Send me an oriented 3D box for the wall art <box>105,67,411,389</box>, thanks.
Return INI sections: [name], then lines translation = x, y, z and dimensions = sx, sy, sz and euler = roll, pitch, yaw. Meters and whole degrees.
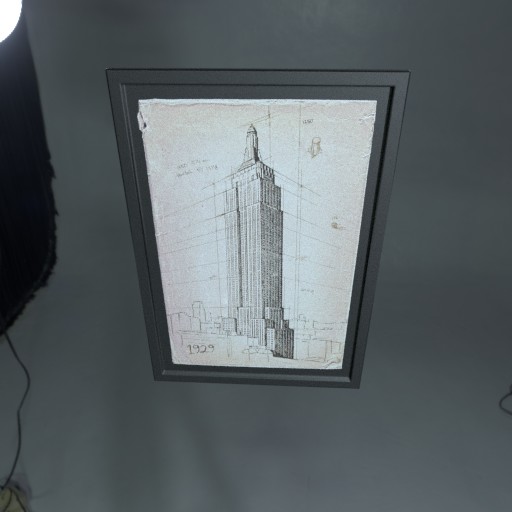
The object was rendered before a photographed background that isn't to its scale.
[wall art]
translation = 0.000, 0.000, 0.552
dimensions = 0.303, 0.431, 0.013
euler = 1, 30, 3
